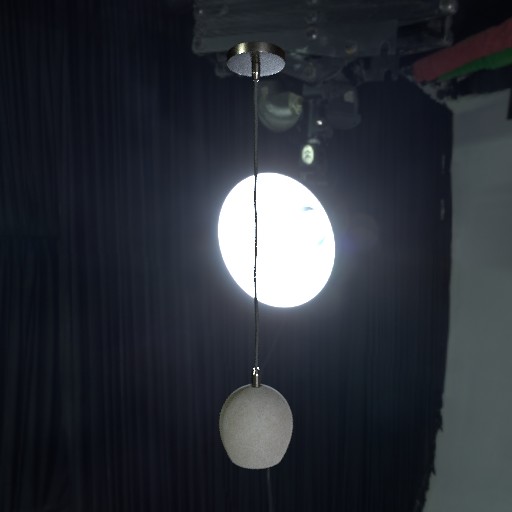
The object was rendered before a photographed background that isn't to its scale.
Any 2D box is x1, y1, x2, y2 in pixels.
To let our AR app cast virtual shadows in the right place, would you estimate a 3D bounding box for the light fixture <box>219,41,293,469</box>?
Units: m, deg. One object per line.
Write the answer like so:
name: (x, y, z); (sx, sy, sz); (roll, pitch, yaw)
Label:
light fixture: (0.000, 0.000, 0.844); (0.139, 0.764, 0.139); (0, 0, -37)
